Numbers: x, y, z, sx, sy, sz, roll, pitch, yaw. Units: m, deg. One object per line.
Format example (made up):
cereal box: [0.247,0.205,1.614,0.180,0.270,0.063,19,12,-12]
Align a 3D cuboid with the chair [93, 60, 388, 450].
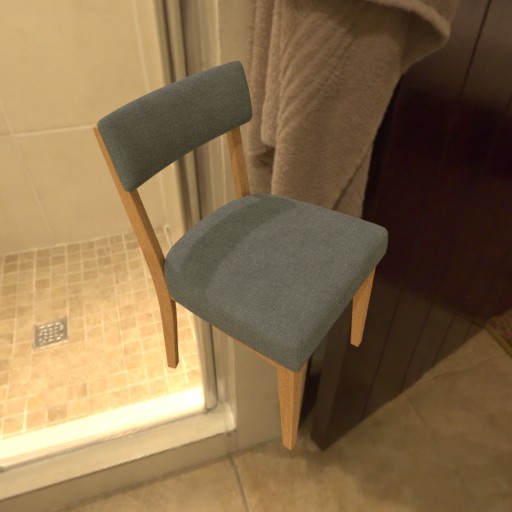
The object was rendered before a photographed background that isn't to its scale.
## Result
chair: [0.000,0.000,1.211,0.572,0.832,0.508,24,46,26]
